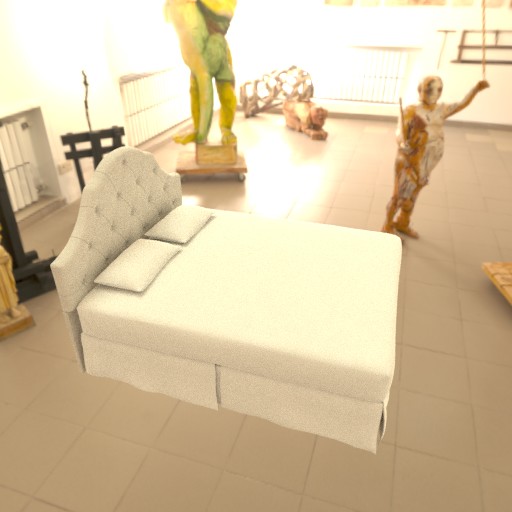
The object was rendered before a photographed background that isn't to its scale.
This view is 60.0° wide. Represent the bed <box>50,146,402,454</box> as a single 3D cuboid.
[{"bbox_3d":[0.000,0.000,3.777,2.477,1.617,2.039,9,32,15],"label":"bed"}]
